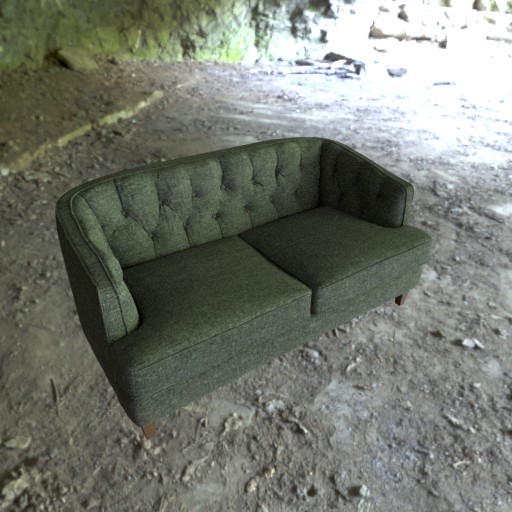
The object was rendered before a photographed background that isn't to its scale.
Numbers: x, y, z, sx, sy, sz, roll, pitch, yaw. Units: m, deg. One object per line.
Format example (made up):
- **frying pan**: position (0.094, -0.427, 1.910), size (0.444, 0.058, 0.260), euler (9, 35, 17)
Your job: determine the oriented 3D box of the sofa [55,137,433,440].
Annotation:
- **sofa**: position (0.000, 0.000, 2.267), size (1.733, 0.855, 0.941), euler (-20, 36, -30)
